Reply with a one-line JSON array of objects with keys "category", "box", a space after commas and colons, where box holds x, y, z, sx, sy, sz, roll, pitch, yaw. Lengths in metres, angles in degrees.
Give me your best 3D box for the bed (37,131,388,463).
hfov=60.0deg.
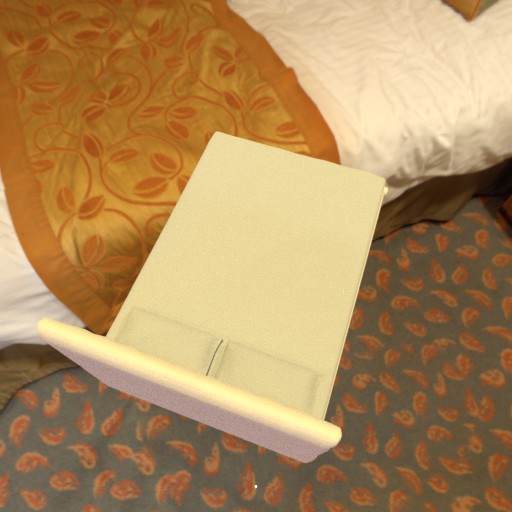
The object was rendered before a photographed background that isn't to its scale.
[{"category": "bed", "box": [0.000, 0.000, 3.360, 1.698, 1.427, 2.387, 18, 64, 9]}]
